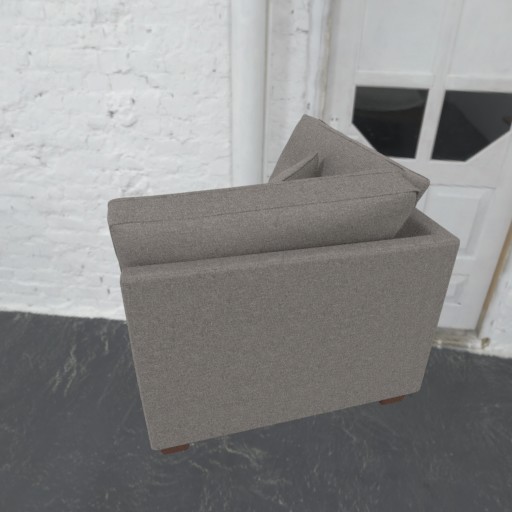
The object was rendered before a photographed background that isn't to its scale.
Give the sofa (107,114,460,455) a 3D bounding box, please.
[{"bbox_3d":[0.000,0.000,1.832,1.042,0.951,1.050,-8,32,-13],"label":"sofa"}]
